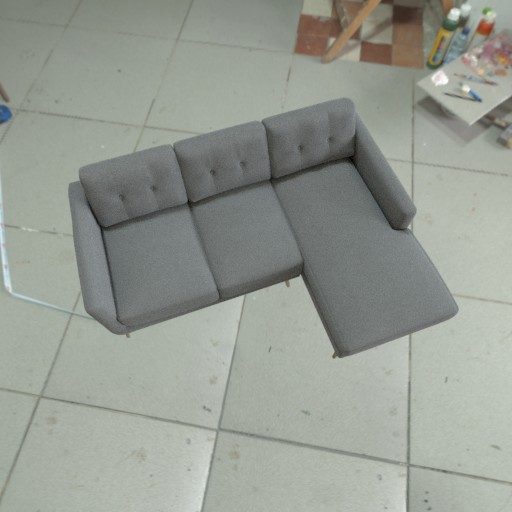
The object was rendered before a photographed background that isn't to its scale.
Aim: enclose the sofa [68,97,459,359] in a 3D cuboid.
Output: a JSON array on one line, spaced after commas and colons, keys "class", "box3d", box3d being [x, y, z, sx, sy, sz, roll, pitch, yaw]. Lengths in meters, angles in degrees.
[{"class": "sofa", "box3d": [0.000, 0.000, 2.789, 2.040, 0.860, 1.530, -17, 64, -9]}]
